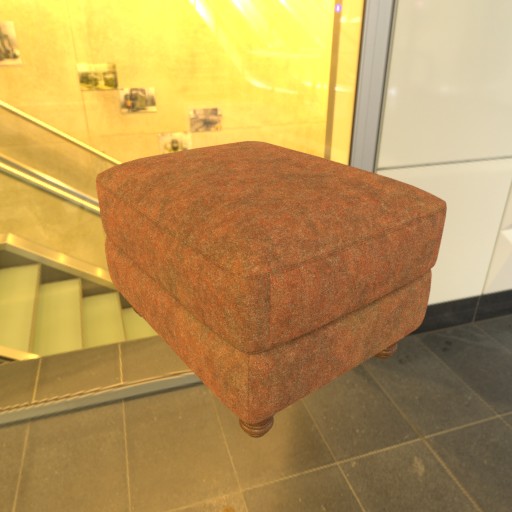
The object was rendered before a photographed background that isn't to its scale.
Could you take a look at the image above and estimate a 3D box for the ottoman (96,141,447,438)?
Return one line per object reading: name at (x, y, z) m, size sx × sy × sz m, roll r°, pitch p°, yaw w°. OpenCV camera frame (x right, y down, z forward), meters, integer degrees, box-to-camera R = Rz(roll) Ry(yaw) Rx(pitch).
ottoman at (0.000, 0.000, 1.206) m, size 0.635 × 0.508 × 0.787 m, roll -19°, pitch 32°, yaw -33°
